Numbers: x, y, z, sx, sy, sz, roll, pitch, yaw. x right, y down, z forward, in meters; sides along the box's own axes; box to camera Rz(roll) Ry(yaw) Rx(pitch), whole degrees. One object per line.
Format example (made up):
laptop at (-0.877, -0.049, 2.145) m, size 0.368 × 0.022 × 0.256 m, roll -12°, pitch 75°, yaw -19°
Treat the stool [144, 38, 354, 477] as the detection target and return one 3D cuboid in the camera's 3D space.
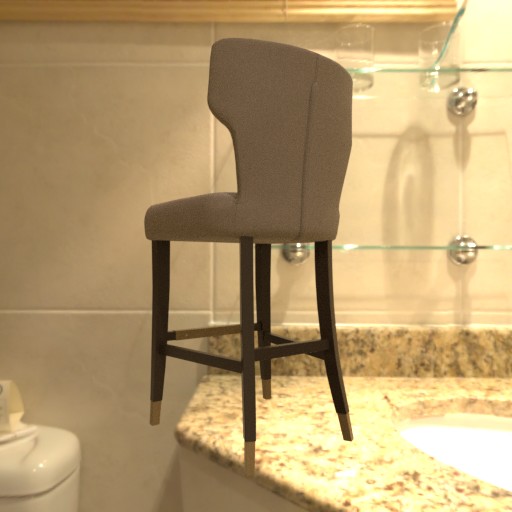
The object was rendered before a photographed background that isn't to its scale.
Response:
stool at (0.000, 0.000, 1.386) m, size 0.526 × 1.092 × 0.563 m, roll 1°, pitch -1°, yaw -36°
